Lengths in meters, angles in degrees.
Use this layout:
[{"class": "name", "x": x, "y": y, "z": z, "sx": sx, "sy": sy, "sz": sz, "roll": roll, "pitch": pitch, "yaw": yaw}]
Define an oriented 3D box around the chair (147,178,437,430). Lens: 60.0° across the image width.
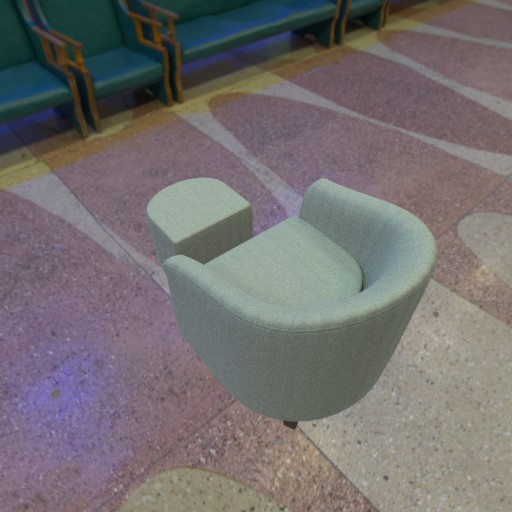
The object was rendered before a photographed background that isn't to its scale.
[{"class": "chair", "x": 0.000, "y": 0.000, "z": 1.759, "sx": 0.756, "sy": 0.757, "sz": 1.288, "roll": -30, "pitch": 53, "yaw": -26}]
